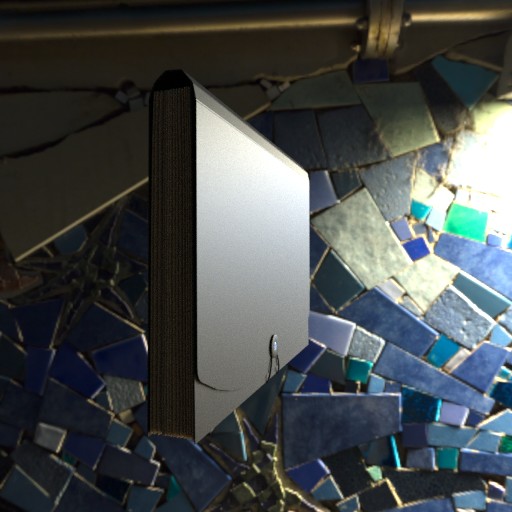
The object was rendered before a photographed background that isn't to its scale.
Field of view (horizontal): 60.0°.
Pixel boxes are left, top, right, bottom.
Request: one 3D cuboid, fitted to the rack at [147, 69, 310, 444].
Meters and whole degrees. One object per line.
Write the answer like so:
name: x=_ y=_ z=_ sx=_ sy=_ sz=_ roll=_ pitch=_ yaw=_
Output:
rack: x=0.000 y=0.000 z=0.441 sx=0.041 sy=0.241 sz=0.330 roll=0 pitch=0 yaw=19
